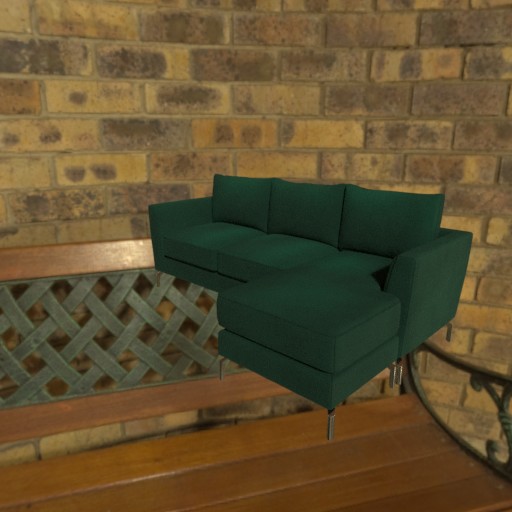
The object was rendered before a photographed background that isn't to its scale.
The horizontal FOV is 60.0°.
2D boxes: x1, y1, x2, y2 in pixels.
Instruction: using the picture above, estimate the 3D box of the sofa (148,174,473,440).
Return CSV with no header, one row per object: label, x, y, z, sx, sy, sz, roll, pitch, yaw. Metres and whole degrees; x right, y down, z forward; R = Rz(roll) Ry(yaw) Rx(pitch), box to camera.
sofa,0.000,0.000,3.182,2.441,1.007,1.489,15,21,42
